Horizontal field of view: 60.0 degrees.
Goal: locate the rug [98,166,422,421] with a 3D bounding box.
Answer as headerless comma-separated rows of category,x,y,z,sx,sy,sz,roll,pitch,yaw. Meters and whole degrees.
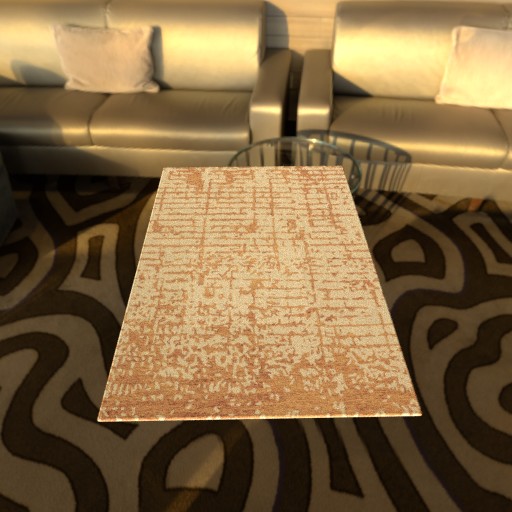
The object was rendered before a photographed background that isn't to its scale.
rug,0.000,0.000,2.343,1.219,0.011,1.829,-1,42,-1
